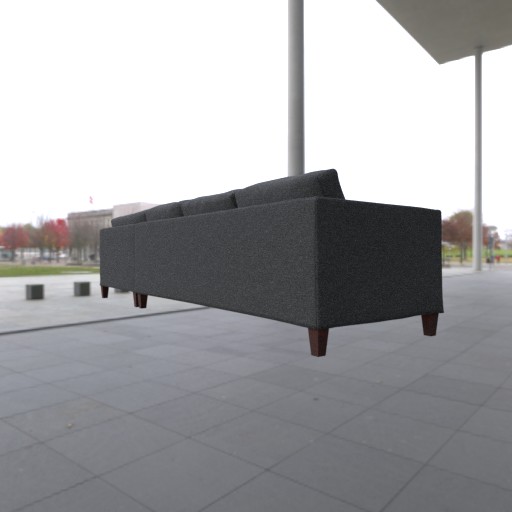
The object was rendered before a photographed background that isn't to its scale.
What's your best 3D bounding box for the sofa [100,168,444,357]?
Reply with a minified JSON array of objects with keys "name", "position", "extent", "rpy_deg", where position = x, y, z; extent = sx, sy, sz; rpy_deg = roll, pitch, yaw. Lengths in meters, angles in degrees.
[{"name":"sofa","position":[0.000,0.000,3.609],"extent":[1.625,0.846,3.186],"rpy_deg":[0,0,-35]}]
